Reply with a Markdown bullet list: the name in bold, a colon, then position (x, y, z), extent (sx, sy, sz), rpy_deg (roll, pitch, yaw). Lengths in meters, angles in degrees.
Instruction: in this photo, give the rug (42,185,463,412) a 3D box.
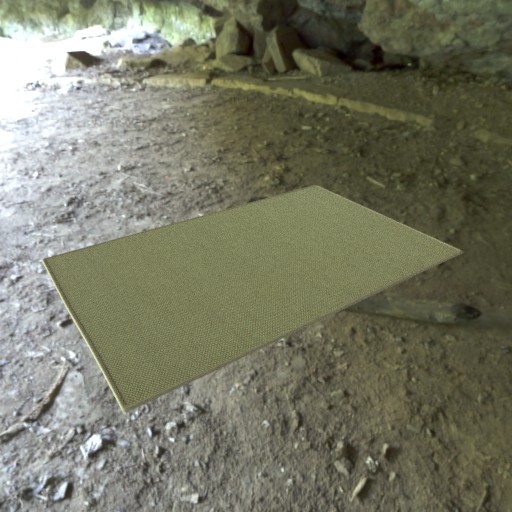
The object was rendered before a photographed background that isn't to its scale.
- **rug**: position (0.000, 0.000, 2.078), extent (1.676, 0.013, 1.067), rpy_deg (-19, 35, -29)
